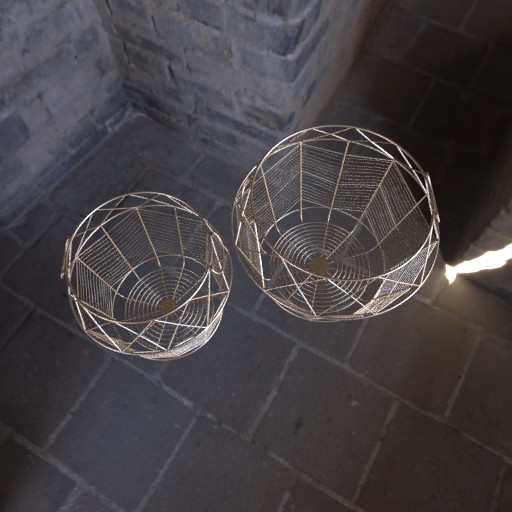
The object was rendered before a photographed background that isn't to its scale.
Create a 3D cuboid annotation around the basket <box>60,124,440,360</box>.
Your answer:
[{"bbox_3d":[0.000,0.000,1.009,0.805,0.343,0.451,-15,66,-7],"label":"basket"}]
